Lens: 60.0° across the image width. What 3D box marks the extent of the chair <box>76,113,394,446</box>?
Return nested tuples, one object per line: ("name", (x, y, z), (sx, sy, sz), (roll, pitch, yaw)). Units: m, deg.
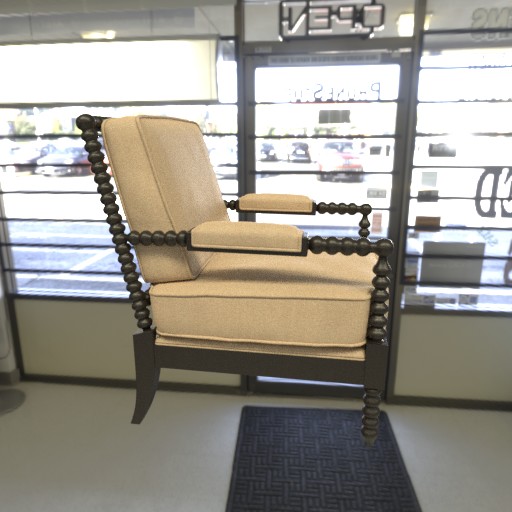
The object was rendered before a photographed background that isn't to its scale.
("chair", (0.000, 0.000, 1.165), (0.657, 0.703, 0.555), (2, 15, 9))
